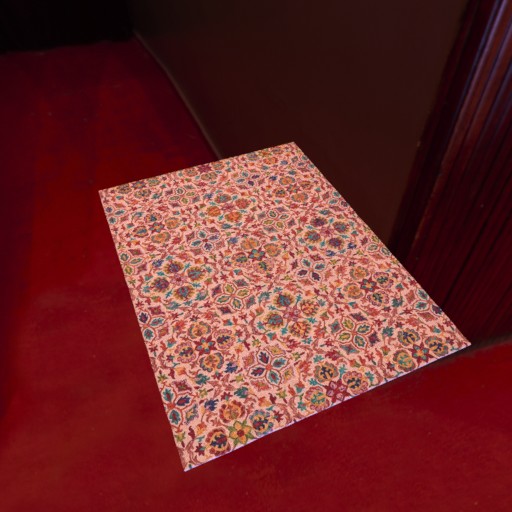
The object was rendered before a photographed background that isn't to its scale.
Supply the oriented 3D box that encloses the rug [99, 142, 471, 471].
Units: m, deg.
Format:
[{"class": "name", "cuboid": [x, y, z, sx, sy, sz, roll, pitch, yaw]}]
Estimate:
[{"class": "rug", "cuboid": [0.000, 0.000, 4.290, 2.446, 0.020, 3.215, -18, 50, -16]}]
